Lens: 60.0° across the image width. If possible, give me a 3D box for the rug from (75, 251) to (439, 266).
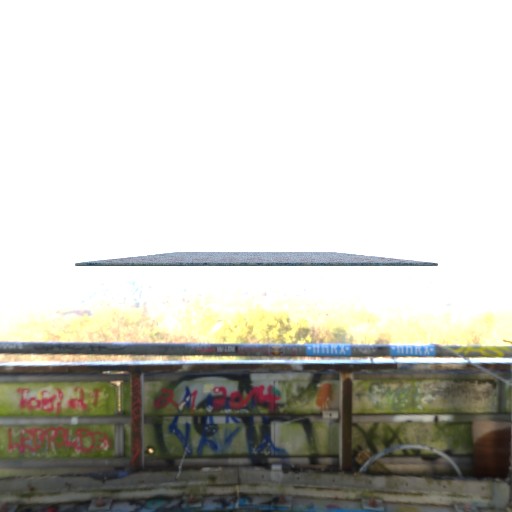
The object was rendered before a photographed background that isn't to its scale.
[{"bbox_3d":[0.000,0.000,3.065,1.524,0.015,2.438,0,2,0],"label":"rug"}]
